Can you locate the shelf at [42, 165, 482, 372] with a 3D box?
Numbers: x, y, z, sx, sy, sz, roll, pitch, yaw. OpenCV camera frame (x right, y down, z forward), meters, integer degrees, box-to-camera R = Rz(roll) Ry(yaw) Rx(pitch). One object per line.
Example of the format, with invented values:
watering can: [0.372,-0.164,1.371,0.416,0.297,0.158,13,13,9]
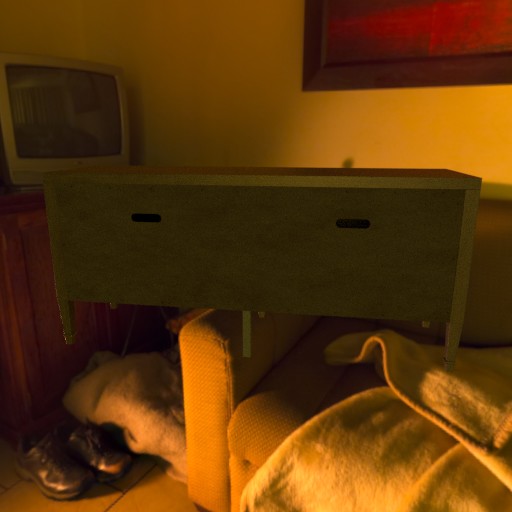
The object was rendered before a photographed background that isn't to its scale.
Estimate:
shelf: [0.000,0.000,1.890,1.575,0.719,0.479,2,15,8]
